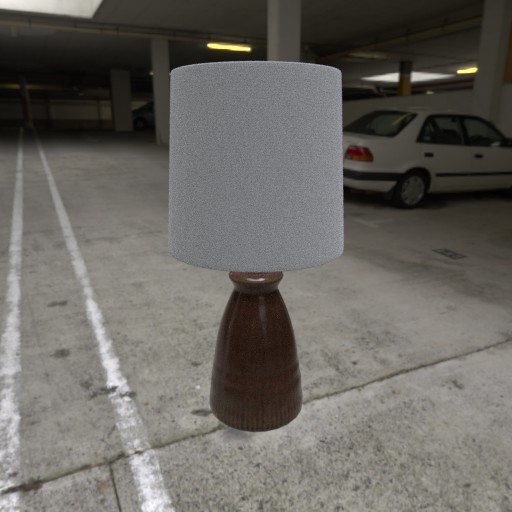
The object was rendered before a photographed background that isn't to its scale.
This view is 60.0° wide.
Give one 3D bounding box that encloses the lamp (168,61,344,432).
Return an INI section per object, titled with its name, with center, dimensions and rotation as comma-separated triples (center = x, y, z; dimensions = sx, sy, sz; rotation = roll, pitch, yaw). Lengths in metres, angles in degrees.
[lamp]
center = 0.000, 0.000, 0.483
dimensions = 0.186, 0.369, 0.186
rotation = 0, 16, 0
